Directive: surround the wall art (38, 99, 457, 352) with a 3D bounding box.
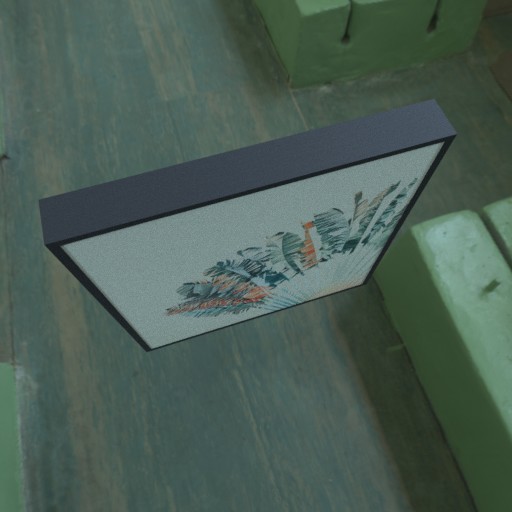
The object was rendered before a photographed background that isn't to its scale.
[{"bbox_3d":[0.000,0.000,0.452,0.302,0.300,0.036,-16,66,-8],"label":"wall art"}]
